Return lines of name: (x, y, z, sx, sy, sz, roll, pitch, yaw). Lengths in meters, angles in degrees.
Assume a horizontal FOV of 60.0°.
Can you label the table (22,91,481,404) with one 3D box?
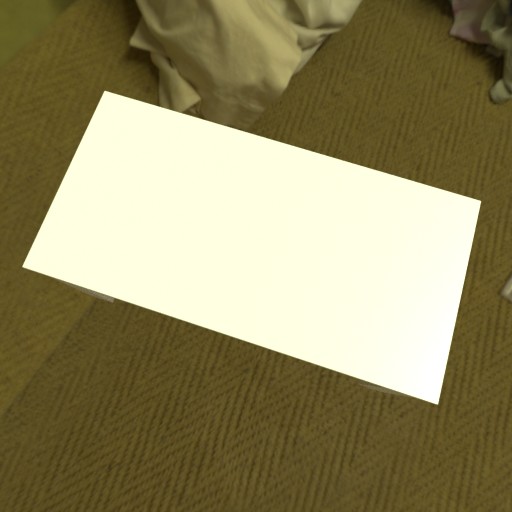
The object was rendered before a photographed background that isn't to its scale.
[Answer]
table: (0.000, 0.000, 2.304, 1.800, 0.790, 0.900, 17, 76, 4)
